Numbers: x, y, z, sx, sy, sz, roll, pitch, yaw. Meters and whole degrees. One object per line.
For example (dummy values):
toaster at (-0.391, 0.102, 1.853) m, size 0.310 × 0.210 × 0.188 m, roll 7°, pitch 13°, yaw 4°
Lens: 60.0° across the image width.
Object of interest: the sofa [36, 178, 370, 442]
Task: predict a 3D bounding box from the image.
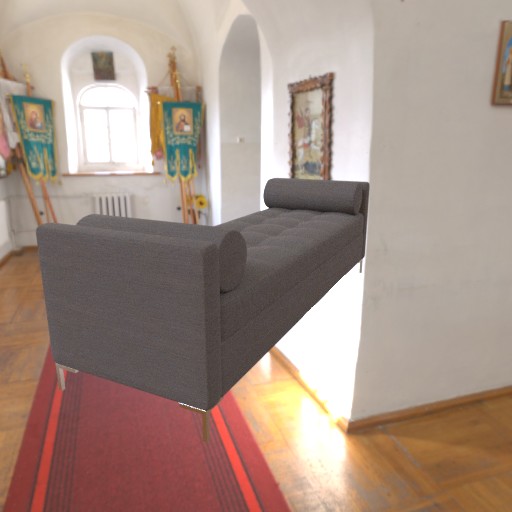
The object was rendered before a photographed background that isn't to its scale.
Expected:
sofa at (0.000, 0.000, 2.273) m, size 0.686 × 0.635 × 1.981 m, roll 8°, pitch 17°, yaw 26°
